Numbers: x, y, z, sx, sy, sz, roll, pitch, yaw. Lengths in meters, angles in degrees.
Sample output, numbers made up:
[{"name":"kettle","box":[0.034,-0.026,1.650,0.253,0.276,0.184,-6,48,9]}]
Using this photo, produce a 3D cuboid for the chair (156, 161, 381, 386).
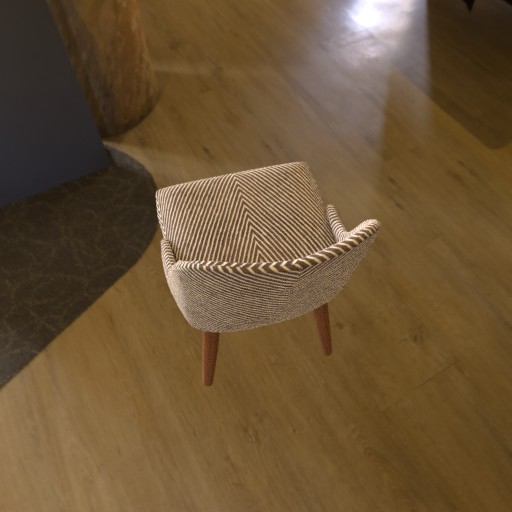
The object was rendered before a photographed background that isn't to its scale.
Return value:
[{"name":"chair","box":[0.000,0.000,1.235,0.504,0.883,0.591,-12,60,-7]}]
